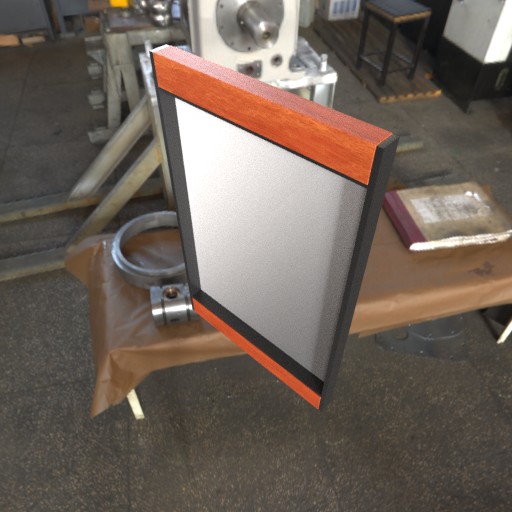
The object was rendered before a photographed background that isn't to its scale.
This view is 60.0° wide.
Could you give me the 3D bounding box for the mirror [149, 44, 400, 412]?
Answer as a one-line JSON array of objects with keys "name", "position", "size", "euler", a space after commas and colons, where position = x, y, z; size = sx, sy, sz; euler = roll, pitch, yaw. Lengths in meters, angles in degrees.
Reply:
[{"name": "mirror", "position": [0.000, 0.000, 1.049], "size": [0.525, 0.823, 0.047], "euler": [33, 54, 28]}]
